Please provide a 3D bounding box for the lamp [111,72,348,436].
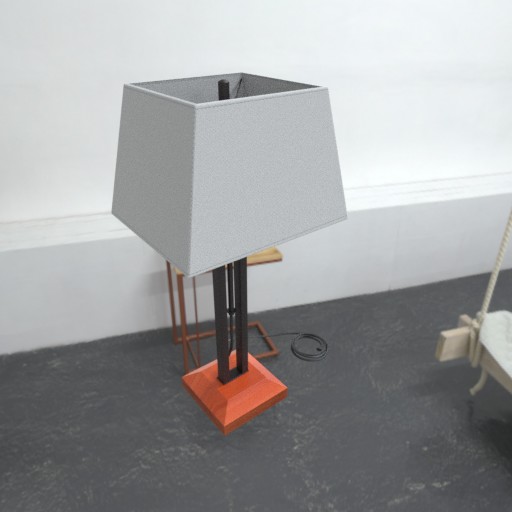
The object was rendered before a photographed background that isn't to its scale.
[{"bbox_3d":[0.000,0.000,0.972,0.498,0.737,0.310,-21,35,-32],"label":"lamp"}]
